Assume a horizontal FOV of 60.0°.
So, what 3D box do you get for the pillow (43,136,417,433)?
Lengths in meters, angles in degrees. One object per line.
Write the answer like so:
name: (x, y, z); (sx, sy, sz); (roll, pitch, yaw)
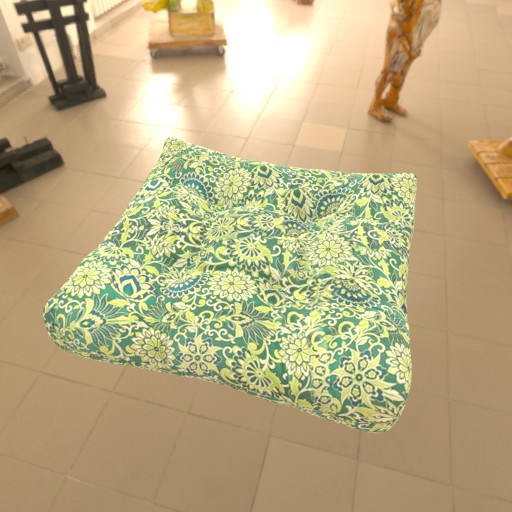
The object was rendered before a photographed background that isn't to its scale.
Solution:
pillow: (0.000, 0.000, 0.717); (0.490, 0.128, 0.468); (11, 47, 10)
